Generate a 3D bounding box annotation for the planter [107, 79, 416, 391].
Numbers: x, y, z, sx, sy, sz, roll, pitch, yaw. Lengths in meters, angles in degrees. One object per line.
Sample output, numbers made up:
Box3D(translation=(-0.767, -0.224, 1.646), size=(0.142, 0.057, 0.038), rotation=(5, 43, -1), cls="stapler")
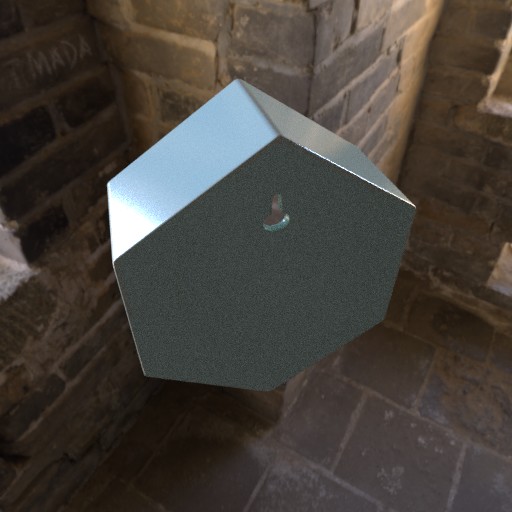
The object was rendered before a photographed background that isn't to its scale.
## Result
Box3D(translation=(0.000, 0.000, 0.294), size=(0.169, 0.207, 0.078), rotation=(-11, 42, -12), cls="planter")
